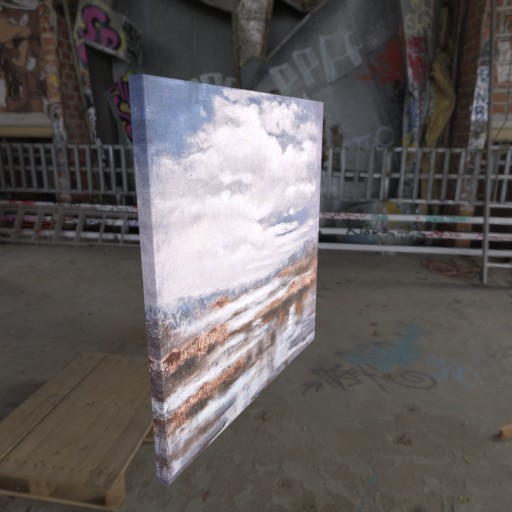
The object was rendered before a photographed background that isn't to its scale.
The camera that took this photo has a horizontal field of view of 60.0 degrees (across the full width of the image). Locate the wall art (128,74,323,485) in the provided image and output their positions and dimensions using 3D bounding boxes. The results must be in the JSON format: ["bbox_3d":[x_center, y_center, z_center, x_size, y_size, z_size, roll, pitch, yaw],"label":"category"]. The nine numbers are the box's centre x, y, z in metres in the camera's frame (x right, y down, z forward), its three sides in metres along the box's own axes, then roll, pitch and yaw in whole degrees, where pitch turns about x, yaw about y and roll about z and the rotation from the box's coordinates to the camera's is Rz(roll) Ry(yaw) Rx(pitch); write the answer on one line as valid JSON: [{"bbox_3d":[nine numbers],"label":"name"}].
[{"bbox_3d":[0.000,0.000,1.293,0.035,0.897,0.888,9,18,28],"label":"wall art"}]
